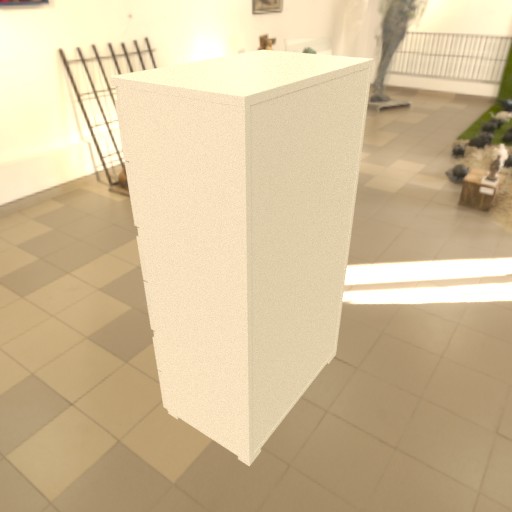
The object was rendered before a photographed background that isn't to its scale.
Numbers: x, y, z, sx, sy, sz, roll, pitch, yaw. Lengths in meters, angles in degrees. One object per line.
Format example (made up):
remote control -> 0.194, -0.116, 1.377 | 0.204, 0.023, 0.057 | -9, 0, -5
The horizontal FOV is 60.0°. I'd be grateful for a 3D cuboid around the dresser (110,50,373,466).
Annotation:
dresser -> 0.000, 0.000, 1.500 | 0.400, 1.190, 0.650 | 20, 37, 29
